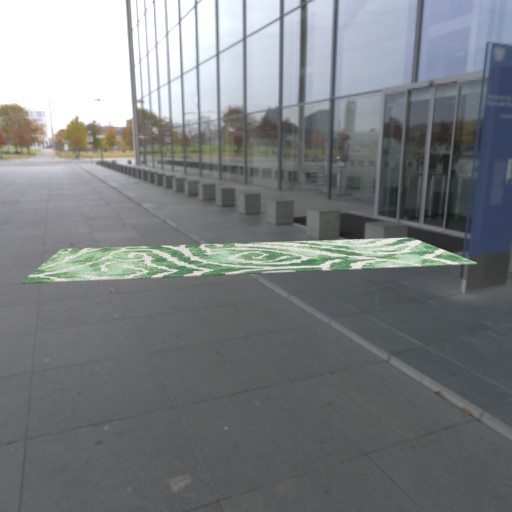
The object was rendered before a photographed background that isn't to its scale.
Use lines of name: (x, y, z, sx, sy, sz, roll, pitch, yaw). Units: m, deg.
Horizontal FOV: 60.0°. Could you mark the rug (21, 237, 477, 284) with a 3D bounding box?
rug: (0.000, 0.000, 2.703, 2.438, 0.006, 0.761, -2, 14, -9)
